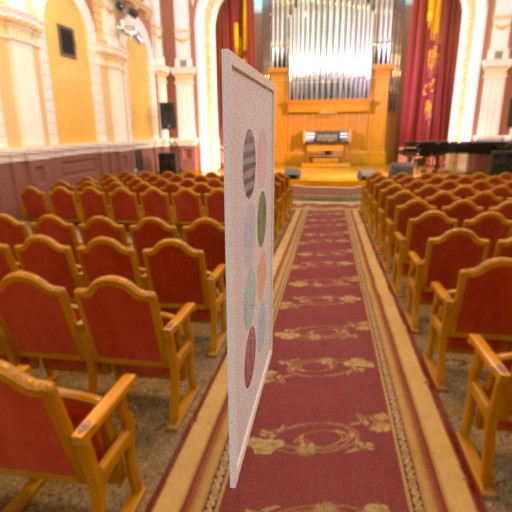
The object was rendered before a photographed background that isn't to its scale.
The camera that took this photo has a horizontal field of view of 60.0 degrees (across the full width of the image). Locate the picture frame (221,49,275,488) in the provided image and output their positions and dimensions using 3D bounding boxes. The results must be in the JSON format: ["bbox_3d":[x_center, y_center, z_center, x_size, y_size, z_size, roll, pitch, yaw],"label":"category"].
[{"bbox_3d":[0.000,0.000,1.217,0.013,0.940,0.659,3,16,9],"label":"picture frame"}]
